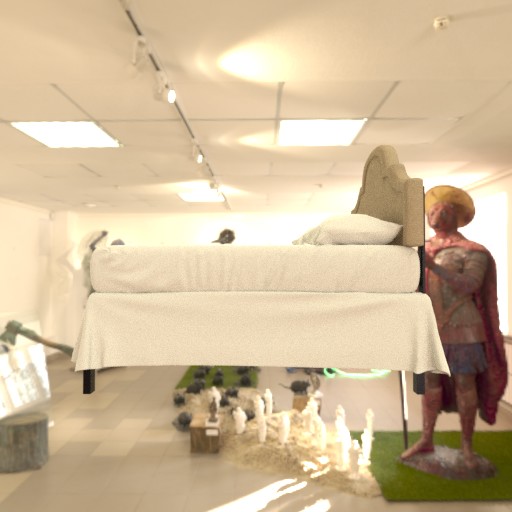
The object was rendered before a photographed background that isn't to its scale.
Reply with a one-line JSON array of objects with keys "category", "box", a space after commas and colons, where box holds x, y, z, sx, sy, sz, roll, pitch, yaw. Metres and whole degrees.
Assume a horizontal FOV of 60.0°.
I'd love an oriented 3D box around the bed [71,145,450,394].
[{"category": "bed", "box": [0.000, 0.000, 3.347, 2.222, 1.634, 1.780, 0, -1, 0]}]
